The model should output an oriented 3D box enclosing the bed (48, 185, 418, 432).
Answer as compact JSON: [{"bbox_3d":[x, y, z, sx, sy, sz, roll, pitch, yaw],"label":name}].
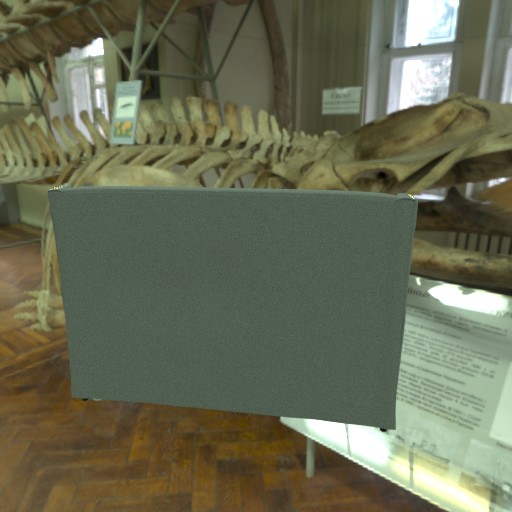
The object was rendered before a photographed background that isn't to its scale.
[{"bbox_3d":[0.000,0.000,3.454,1.925,1.332,2.276,3,16,9],"label":"bed"}]
